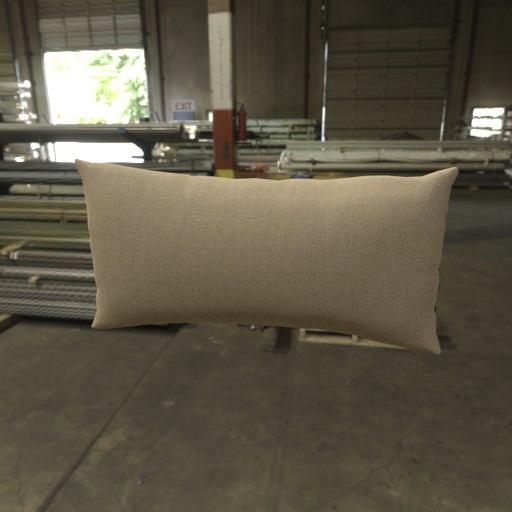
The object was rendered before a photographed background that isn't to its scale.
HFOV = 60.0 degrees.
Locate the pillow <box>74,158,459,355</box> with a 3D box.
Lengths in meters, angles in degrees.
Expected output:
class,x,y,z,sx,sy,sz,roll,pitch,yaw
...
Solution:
class,x,y,z,sx,sy,sz,roll,pitch,yaw
pillow,0.000,0.000,0.729,0.612,0.308,0.148,3,17,9
